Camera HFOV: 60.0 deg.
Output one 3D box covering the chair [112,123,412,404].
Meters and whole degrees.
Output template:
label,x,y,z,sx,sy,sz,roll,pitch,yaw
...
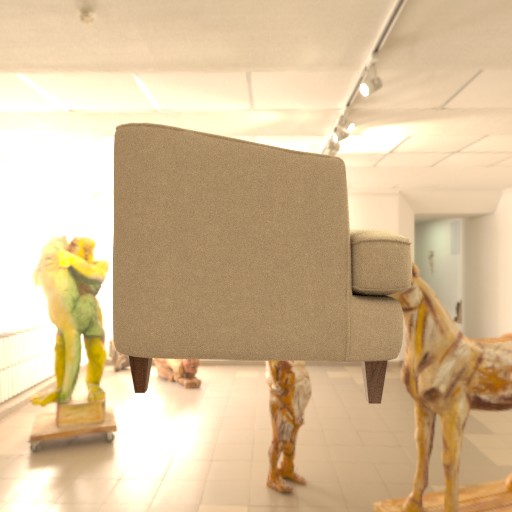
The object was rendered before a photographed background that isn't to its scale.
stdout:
label,x,y,z,sx,sy,sz,roll,pitch,yaw
chair,0.000,0.000,1.768,0.941,0.852,1.104,0,0,1
